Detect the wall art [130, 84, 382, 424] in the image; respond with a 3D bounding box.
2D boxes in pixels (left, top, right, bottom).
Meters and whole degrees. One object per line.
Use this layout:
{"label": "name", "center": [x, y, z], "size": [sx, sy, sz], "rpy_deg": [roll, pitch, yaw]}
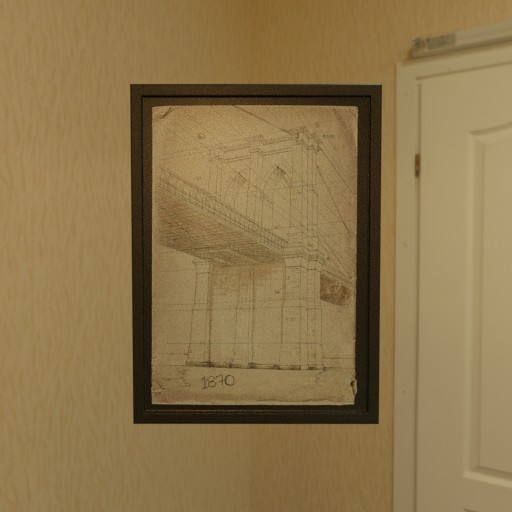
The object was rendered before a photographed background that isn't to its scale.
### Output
{"label": "wall art", "center": [0.000, 0.000, 0.864], "size": [0.480, 0.657, 0.016], "rpy_deg": [0, 2, 0]}
